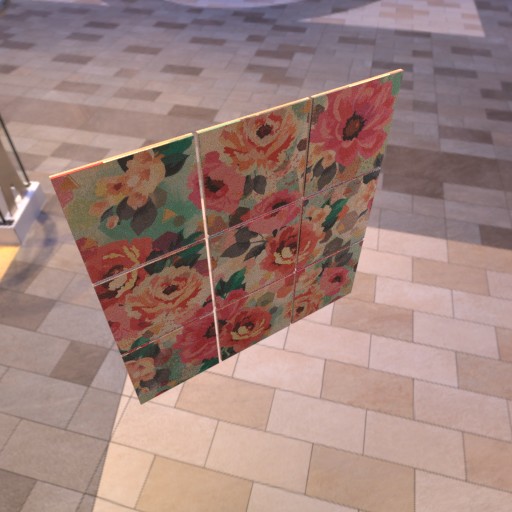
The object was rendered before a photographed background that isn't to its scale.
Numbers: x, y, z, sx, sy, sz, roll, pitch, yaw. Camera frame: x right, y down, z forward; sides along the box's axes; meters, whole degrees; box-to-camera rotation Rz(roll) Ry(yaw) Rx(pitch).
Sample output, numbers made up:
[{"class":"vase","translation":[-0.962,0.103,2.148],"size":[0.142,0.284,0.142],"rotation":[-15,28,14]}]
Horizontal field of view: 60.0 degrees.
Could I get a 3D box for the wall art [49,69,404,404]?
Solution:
[{"class":"wall art","translation":[0.000,0.000,1.323],"size":[0.911,0.910,0.012],"rotation":[-24,50,-22]}]
